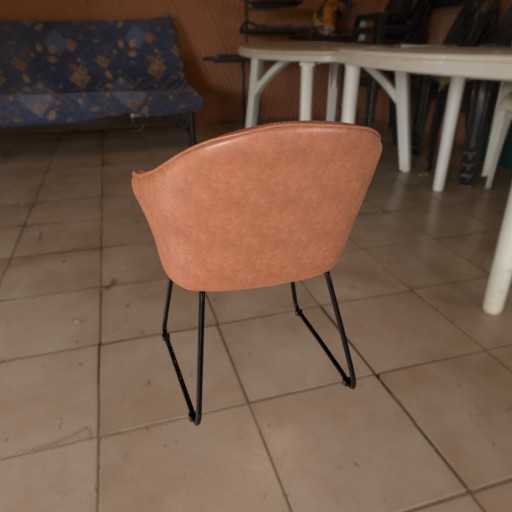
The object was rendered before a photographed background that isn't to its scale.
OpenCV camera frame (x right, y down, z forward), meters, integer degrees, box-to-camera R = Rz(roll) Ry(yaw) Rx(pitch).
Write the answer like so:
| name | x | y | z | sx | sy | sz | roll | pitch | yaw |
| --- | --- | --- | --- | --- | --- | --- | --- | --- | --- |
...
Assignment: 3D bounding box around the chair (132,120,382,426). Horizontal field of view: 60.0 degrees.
| name | x | y | z | sx | sy | sz | roll | pitch | yaw |
| --- | --- | --- | --- | --- | --- | --- | --- | --- | --- |
| chair | 0.000 | 0.000 | 1.181 | 0.582 | 0.785 | 0.580 | -8 | 28 | -16 |
